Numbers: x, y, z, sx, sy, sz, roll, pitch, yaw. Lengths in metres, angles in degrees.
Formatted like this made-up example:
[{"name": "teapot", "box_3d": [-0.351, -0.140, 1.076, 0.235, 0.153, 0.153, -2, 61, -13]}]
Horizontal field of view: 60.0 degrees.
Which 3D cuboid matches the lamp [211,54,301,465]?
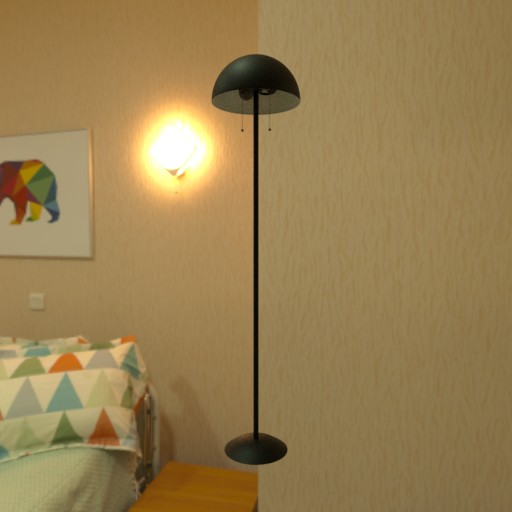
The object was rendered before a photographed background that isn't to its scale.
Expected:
[{"name": "lamp", "box_3d": [0.000, 0.000, 1.665, 0.328, 1.480, 0.328, -1, 3, -16]}]
